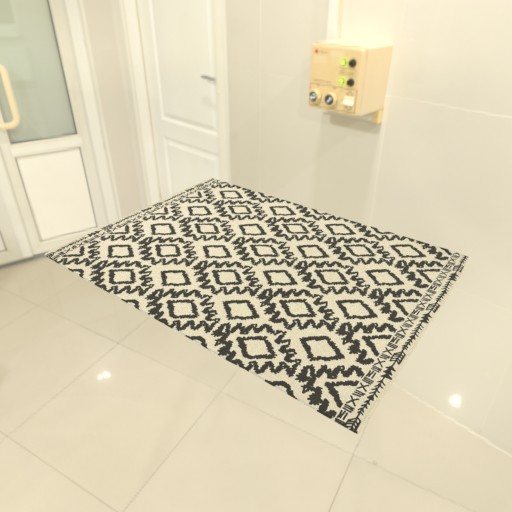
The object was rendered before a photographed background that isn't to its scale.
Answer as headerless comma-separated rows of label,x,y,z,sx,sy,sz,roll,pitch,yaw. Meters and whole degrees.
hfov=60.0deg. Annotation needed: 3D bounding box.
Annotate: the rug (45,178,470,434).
rug,0.000,0.000,4.279,3.369,0.036,2.444,22,38,30
